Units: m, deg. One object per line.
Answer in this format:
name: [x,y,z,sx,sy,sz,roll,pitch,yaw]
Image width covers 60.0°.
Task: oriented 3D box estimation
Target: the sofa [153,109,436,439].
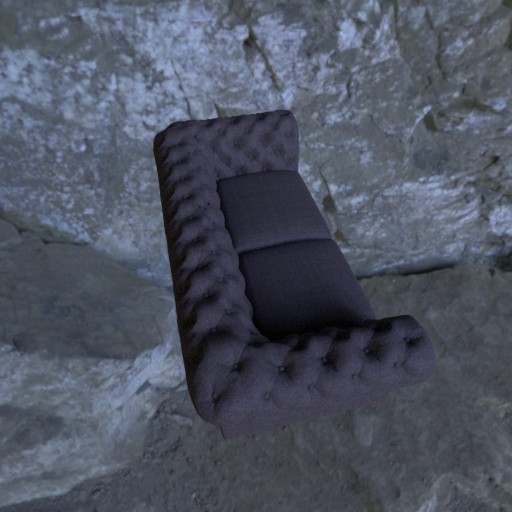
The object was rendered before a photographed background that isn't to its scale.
sofa: [0.000,0.000,2.488,0.944,0.780,2.048,-10,46,-9]
